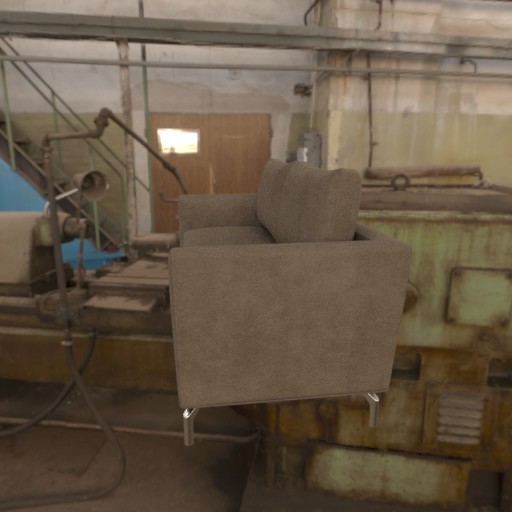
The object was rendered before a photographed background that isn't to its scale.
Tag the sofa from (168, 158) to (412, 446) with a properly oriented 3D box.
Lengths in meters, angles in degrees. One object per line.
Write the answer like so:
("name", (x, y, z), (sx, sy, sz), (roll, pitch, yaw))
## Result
("sofa", (0.000, 0.000, 2.414), (0.855, 1.013, 1.832), (-2, 14, -8))
